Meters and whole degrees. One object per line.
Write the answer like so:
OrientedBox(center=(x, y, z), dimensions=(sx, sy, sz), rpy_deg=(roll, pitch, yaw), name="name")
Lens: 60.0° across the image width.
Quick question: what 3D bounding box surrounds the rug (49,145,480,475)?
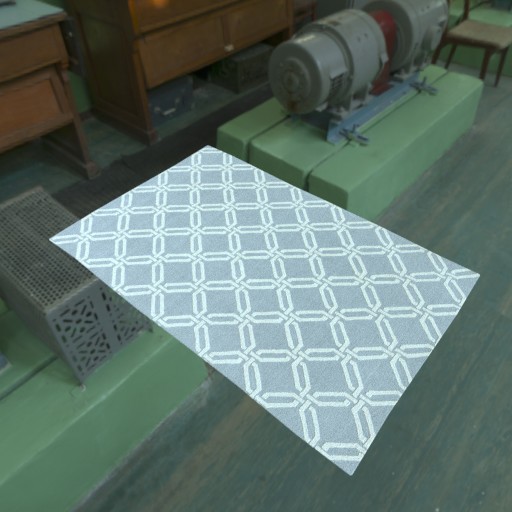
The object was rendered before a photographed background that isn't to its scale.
OrientedBox(center=(0.000, 0.000, 2.125), dimensions=(1.754, 0.010, 1.148), rpy_deg=(31, 53, 27), name="rug")
